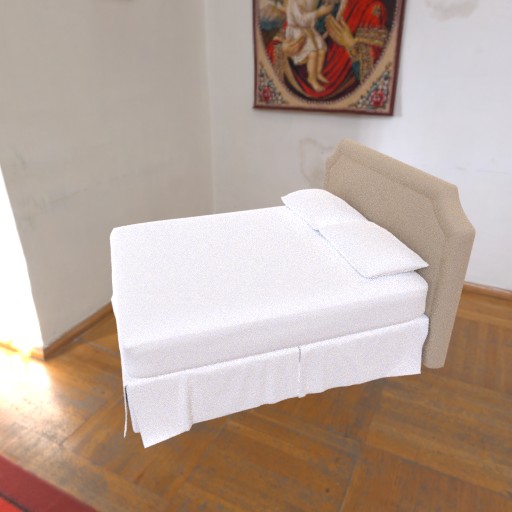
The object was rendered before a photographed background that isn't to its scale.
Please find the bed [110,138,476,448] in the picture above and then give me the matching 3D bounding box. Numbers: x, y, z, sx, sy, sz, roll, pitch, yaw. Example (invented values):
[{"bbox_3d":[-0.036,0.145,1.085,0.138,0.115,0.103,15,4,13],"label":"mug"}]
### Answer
[{"bbox_3d":[0.000,0.000,3.293,2.204,1.301,1.828,-9,29,-16],"label":"bed"}]
